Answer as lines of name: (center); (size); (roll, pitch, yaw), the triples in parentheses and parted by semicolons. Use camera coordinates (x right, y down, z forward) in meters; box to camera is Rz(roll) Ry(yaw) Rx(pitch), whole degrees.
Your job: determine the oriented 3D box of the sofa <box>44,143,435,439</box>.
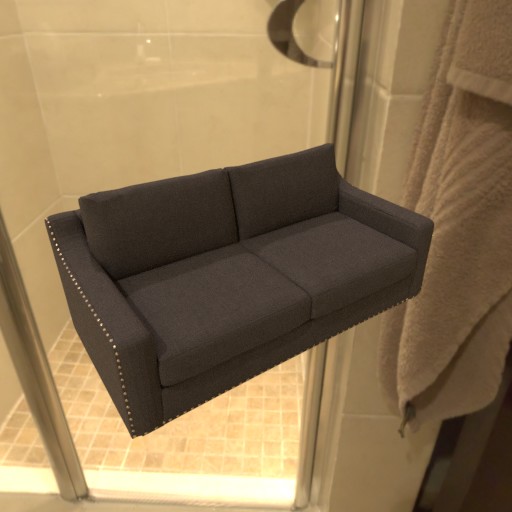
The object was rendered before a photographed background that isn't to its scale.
sofa: (0.000, 0.000, 3.324); (2.550, 1.196, 1.336); (-19, 35, -30)
